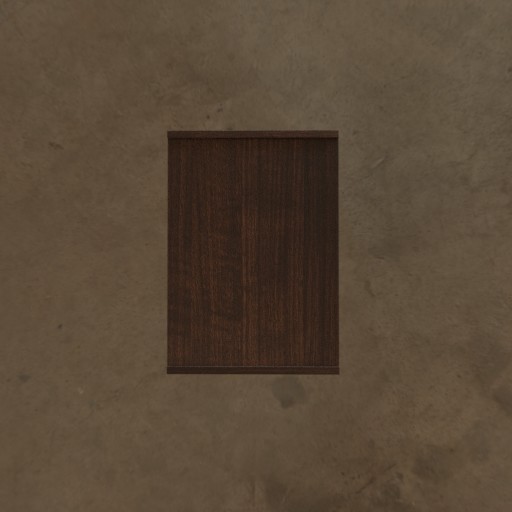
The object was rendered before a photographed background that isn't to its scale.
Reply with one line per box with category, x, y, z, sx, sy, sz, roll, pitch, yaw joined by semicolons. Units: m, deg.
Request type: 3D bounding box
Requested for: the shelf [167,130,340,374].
shelf;0.000;0.000;1.293;0.290;1.099;0.415;0;89;1
